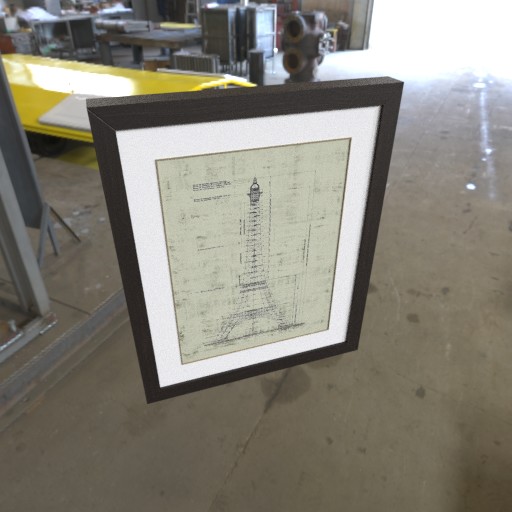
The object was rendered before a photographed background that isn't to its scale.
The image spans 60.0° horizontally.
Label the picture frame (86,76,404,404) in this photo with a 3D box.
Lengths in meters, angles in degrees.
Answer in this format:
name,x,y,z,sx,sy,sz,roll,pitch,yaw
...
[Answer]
name,x,y,z,sx,sy,sz,roll,pitch,yaw
picture frame,0.000,0.000,0.772,0.452,0.555,0.044,-10,35,-15
